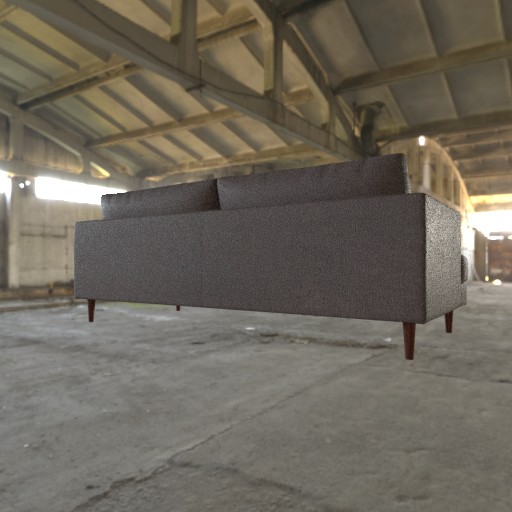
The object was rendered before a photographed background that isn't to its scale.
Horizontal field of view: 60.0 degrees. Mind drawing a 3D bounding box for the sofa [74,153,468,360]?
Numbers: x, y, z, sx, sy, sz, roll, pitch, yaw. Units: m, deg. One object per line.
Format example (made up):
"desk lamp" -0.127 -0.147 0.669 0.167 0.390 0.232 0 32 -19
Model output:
"sofa" 0.000 0.000 2.730 2.250 0.868 1.020 -1 -1 34
